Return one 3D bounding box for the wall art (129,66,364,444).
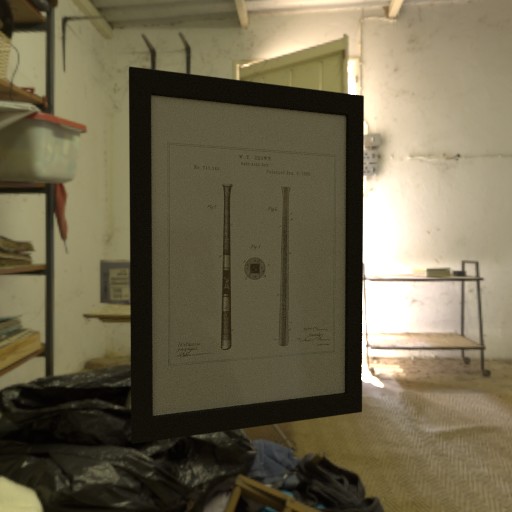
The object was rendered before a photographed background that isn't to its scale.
[{"bbox_3d":[0.000,0.000,0.685,0.374,0.529,0.012,0,1,-19],"label":"wall art"}]
